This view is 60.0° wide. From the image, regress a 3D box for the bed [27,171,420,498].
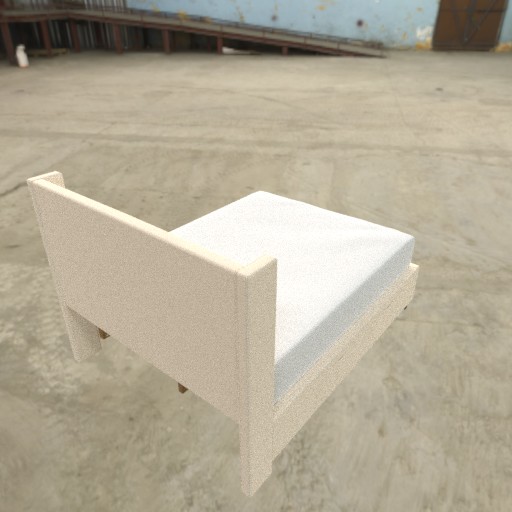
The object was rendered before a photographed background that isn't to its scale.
[{"bbox_3d":[0.000,0.000,3.345,1.765,1.471,2.280,22,37,33],"label":"bed"}]
